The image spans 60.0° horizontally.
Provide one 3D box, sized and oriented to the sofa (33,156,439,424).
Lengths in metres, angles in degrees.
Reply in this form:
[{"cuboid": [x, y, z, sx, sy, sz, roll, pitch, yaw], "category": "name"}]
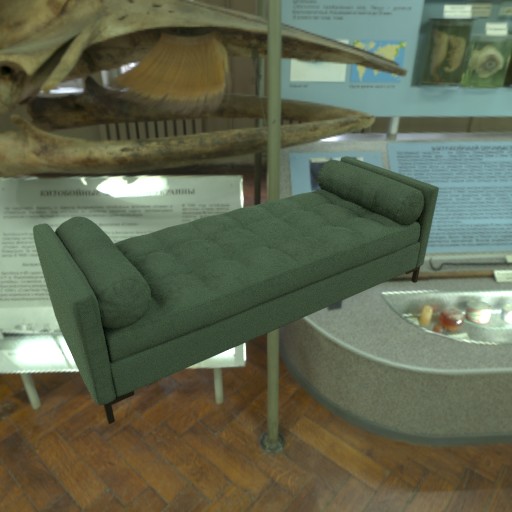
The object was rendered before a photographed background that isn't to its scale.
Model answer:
[{"cuboid": [0.000, 0.000, 2.524, 2.130, 0.681, 0.817, -18, 34, -29], "category": "sofa"}]
